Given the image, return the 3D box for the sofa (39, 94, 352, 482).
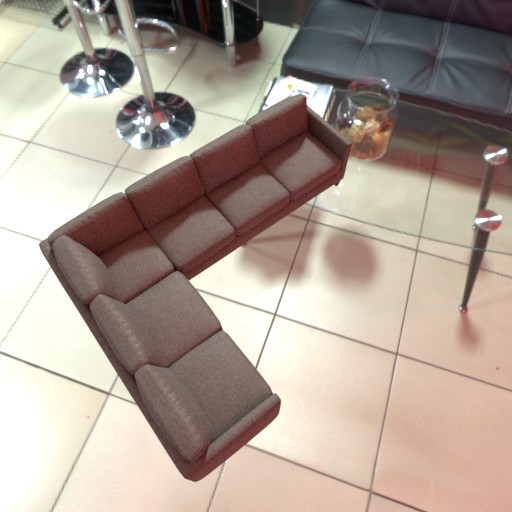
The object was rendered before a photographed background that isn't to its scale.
[{"bbox_3d":[0.000,0.000,4.402,3.302,0.947,2.593,-34,66,-18],"label":"sofa"}]
